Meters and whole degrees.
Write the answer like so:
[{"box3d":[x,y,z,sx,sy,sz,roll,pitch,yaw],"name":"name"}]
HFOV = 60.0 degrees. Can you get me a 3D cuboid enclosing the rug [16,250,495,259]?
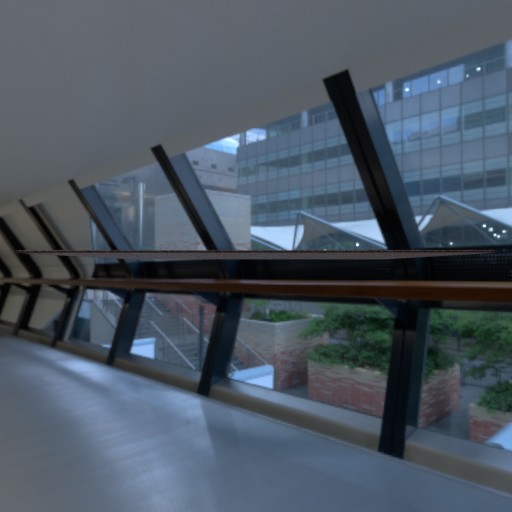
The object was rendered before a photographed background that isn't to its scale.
[{"box3d":[0.000,0.000,4.000,3.032,0.020,2.411,0,-1,1],"name":"rug"}]
